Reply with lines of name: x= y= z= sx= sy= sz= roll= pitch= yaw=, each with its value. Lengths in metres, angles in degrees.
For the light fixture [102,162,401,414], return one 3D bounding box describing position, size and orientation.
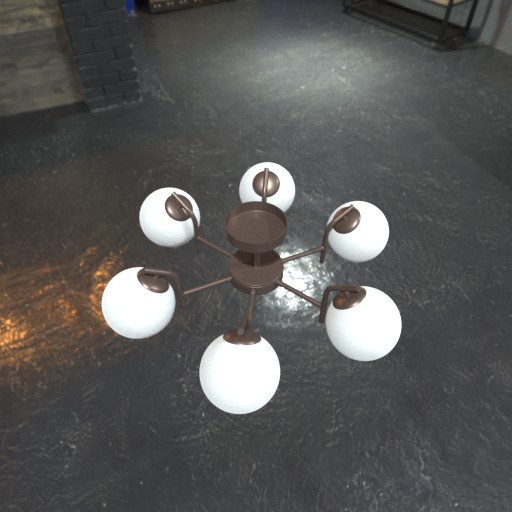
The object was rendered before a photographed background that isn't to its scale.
light fixture: x=0.000 y=0.000 z=0.952 sx=0.662 sy=0.201 sz=0.662 roll=0 pitch=47 yaw=0
